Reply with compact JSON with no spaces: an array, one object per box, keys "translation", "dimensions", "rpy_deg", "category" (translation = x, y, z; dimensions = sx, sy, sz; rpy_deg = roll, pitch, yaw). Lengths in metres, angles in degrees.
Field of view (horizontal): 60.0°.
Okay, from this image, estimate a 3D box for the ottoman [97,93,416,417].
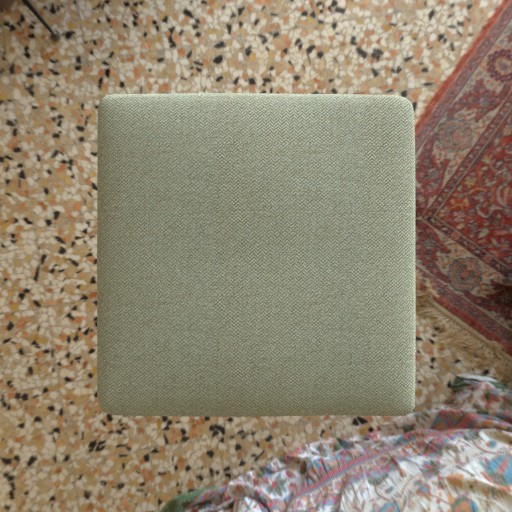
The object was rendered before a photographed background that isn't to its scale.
[{"translation":[0.000,0.000,0.888],"dimensions":[0.512,0.453,0.521],"rpy_deg":[0,90,0],"category":"ottoman"}]
